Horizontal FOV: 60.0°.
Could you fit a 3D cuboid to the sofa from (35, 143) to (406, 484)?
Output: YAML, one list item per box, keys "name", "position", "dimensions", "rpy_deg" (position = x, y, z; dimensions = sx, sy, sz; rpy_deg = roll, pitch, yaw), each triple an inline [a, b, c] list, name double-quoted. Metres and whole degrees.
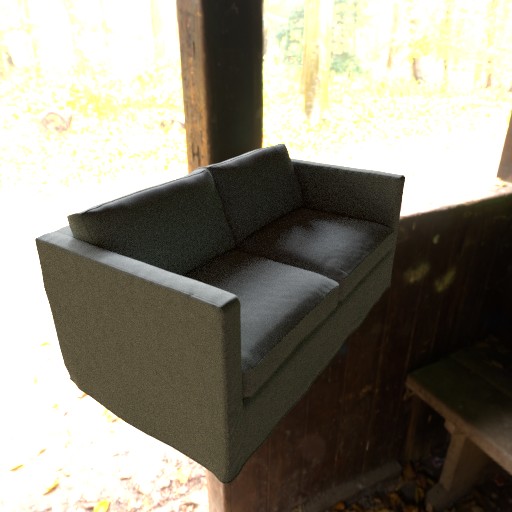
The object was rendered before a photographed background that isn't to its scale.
- name: "sofa"
  position: [0.000, 0.000, 2.218]
  dimensions: [0.944, 0.830, 1.727]
  rpy_deg: [16, 30, 30]
